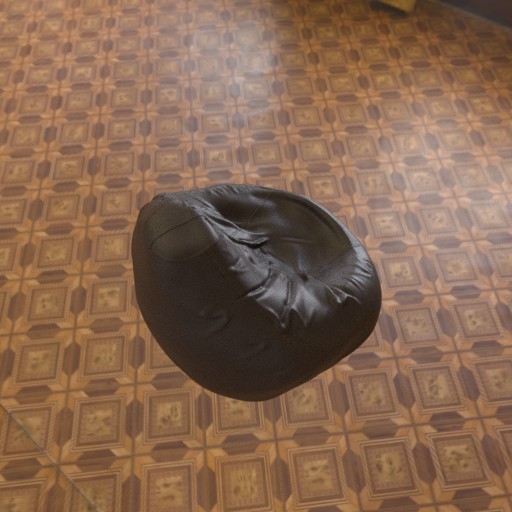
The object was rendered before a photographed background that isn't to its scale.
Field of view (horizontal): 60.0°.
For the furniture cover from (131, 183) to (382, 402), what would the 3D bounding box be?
[{"bbox_3d":[0.000,0.000,1.917,1.070,0.990,1.070,-34,64,-19],"label":"furniture cover"}]
